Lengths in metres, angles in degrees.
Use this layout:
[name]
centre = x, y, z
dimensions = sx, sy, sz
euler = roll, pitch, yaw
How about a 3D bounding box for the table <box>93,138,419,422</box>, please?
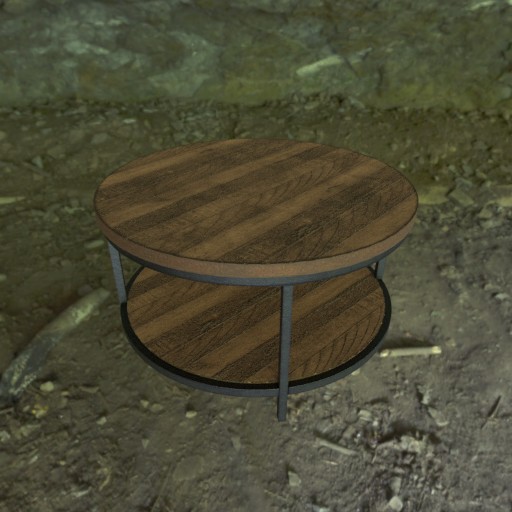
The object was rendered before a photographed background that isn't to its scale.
[table]
centre = 0.000, 0.000, 1.314
dimensions = 0.837, 0.462, 0.837
euler = 0, 31, 0
